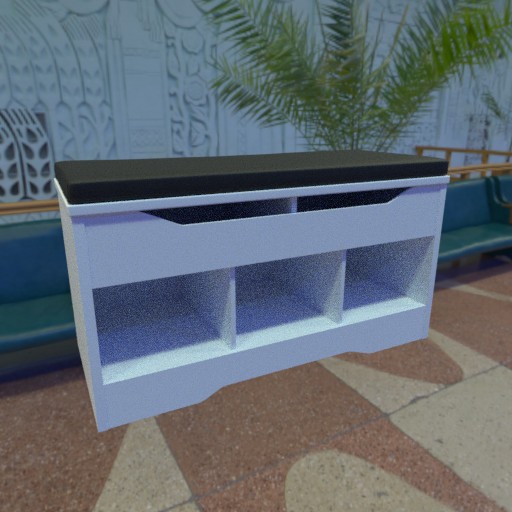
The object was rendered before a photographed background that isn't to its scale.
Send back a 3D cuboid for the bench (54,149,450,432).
[{"bbox_3d":[0.000,0.000,1.158,0.899,0.500,0.401,-8,19,-25],"label":"bench"}]
